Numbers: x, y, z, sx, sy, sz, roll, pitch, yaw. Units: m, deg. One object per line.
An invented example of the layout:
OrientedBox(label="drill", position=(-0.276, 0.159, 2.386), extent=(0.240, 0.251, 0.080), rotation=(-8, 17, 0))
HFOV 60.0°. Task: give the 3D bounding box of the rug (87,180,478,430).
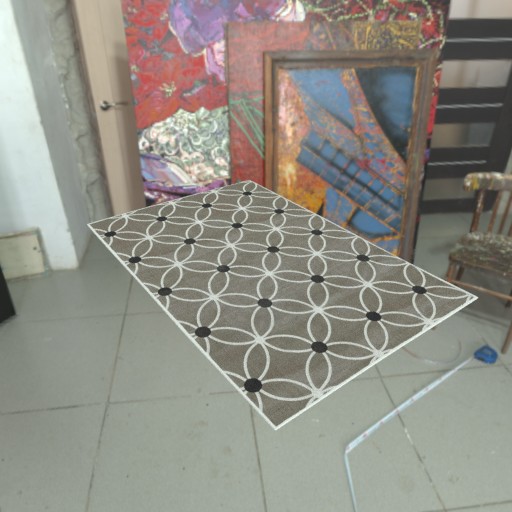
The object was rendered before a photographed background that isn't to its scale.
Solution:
OrientedBox(label="rug", position=(0.000, 0.000, 2.967), extent=(1.522, 0.008, 2.284), rotation=(-21, 37, -31))
